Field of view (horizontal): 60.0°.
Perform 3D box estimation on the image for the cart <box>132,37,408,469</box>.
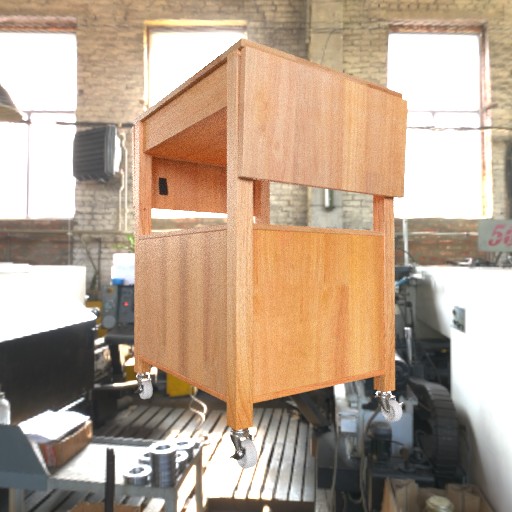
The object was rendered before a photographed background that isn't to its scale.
[{"bbox_3d":[0.000,0.000,1.245,0.508,0.838,0.640,1,-1,-35],"label":"cart"}]
